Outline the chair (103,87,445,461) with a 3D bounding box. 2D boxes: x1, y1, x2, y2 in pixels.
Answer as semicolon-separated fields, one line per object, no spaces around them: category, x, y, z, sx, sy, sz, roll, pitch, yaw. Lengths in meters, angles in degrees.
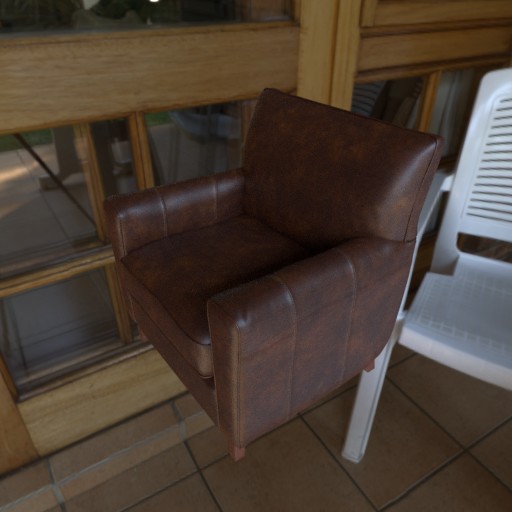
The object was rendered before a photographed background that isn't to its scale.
chair;0.000;0.000;1.603;0.823;0.943;0.870;-22;39;-30
